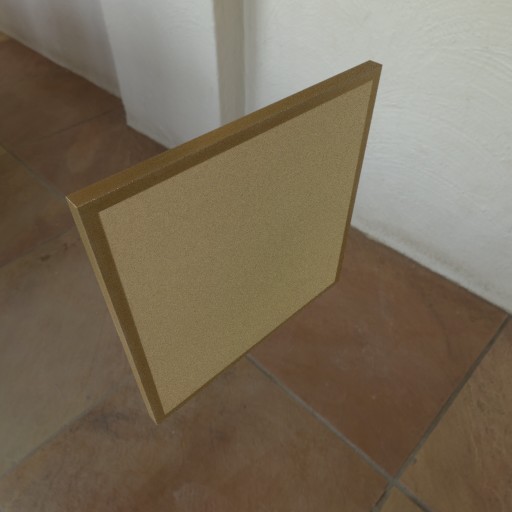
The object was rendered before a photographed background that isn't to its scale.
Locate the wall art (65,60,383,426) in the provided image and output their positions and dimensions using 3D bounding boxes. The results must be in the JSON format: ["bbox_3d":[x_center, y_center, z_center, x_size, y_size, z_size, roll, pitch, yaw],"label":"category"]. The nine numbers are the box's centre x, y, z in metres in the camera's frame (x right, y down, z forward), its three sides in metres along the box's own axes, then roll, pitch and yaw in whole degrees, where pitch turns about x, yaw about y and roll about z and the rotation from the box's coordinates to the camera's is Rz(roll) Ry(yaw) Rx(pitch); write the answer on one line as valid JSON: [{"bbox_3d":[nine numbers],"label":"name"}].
[{"bbox_3d":[0.000,0.000,1.121,0.762,0.760,0.037,-33,54,-28],"label":"wall art"}]
